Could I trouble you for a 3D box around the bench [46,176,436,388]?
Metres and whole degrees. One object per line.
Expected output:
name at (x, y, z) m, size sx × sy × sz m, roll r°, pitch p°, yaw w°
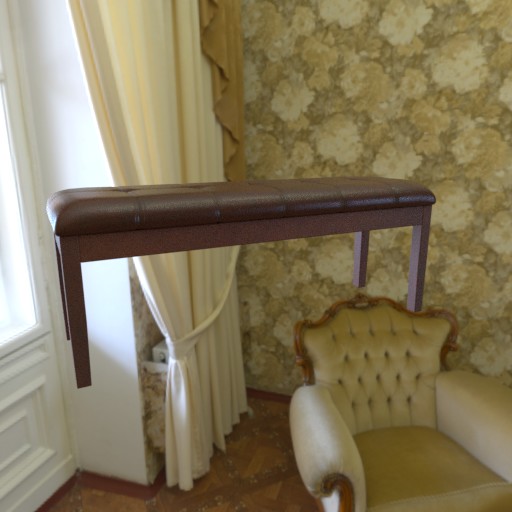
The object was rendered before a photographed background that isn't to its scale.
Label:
bench at (0.000, 0.000, 1.518) m, size 1.259 × 0.491 × 0.401 m, roll -7°, pitch 16°, yaw -26°
